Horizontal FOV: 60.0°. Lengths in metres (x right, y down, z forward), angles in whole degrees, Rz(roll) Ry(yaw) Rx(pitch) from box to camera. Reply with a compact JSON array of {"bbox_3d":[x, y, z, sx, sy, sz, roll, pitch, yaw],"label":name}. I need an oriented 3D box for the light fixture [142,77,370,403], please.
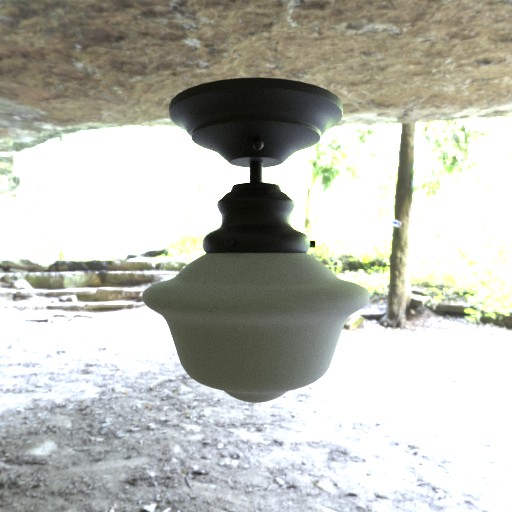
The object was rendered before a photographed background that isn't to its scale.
[{"bbox_3d":[0.000,0.000,0.391,0.197,0.254,0.197,0,0,0],"label":"light fixture"}]
